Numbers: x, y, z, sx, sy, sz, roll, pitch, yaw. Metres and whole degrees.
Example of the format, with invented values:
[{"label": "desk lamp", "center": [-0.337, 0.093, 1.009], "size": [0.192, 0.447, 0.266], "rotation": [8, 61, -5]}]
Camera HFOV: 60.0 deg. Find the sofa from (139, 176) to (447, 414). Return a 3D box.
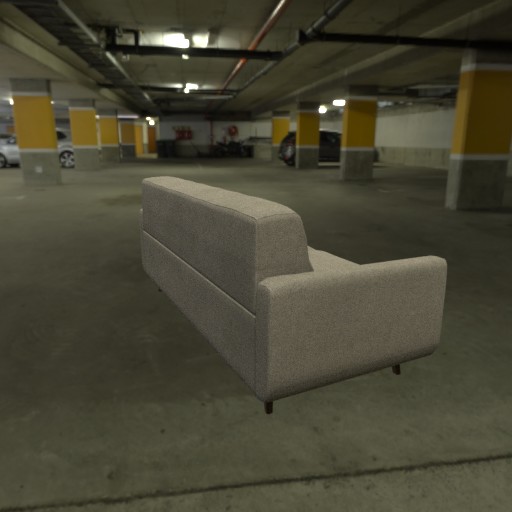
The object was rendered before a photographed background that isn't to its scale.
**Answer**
[{"label": "sofa", "center": [0.000, 0.000, 2.596], "size": [0.909, 0.841, 2.029], "rotation": [-7, 16, -26]}]
